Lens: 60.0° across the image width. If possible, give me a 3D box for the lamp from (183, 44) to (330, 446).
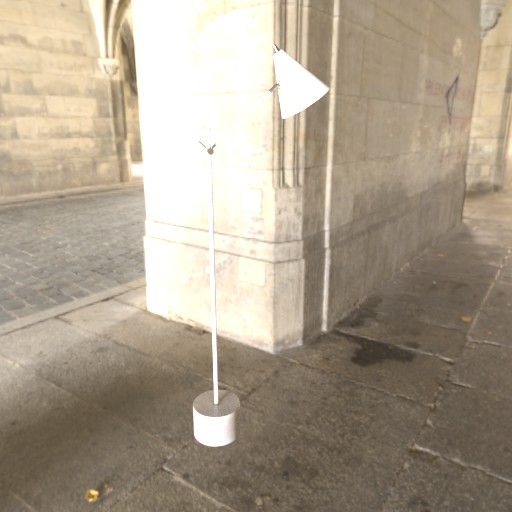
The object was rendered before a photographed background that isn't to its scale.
[{"bbox_3d":[0.000,0.000,1.625,0.508,1.430,0.223,-3,16,-10],"label":"lamp"}]
